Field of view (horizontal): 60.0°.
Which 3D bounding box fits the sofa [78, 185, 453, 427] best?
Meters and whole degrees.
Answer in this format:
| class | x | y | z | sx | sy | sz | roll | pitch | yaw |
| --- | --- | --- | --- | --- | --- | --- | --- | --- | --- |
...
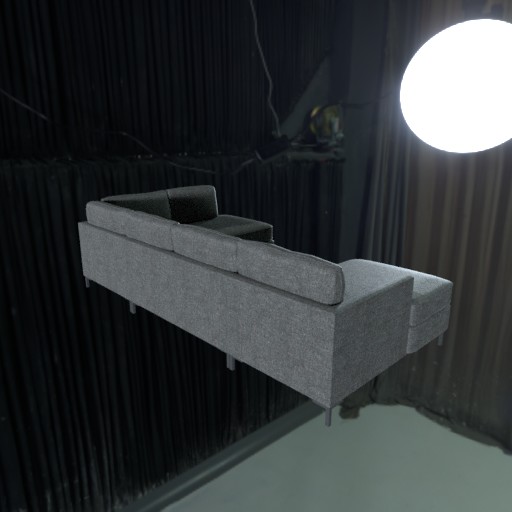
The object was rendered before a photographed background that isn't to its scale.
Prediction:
| class | x | y | z | sx | sy | sz | roll | pitch | yaw |
| --- | --- | --- | --- | --- | --- | --- | --- | --- | --- |
| sofa | 0.000 | 0.000 | 4.304 | 2.048 | 0.999 | 3.423 | -15 | 22 | -42 |
